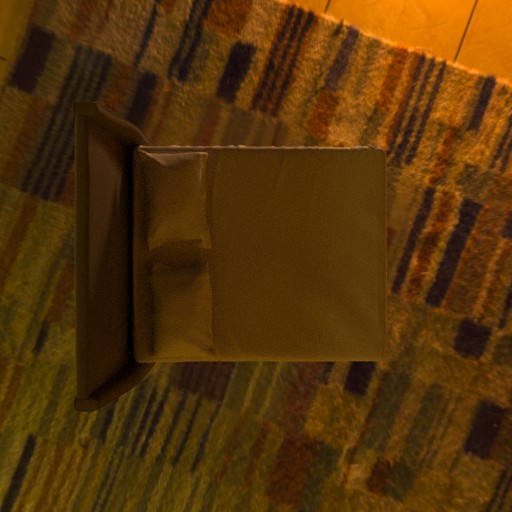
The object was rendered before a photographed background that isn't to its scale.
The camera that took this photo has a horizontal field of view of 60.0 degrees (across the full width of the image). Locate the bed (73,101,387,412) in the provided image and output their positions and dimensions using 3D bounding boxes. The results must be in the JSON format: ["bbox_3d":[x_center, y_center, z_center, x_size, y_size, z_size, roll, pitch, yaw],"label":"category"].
[{"bbox_3d":[0.000,0.000,3.371,2.276,1.332,1.925,0,90,-1],"label":"bed"}]
